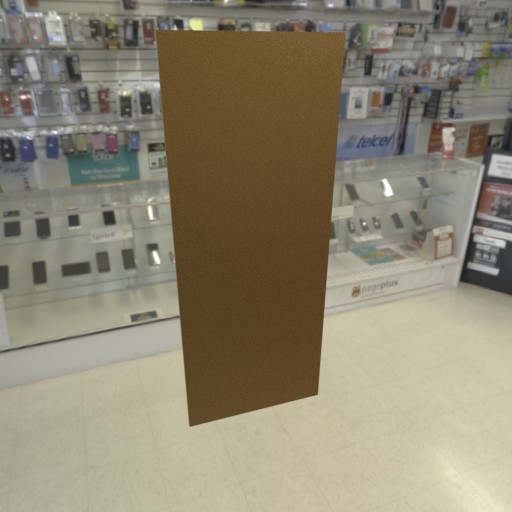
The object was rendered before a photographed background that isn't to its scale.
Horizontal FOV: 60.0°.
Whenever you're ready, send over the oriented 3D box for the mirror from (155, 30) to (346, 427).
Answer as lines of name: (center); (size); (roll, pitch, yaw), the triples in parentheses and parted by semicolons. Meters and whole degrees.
mirror: (0.000, 0.000, 2.244); (0.812, 2.031, 0.025); (-8, 26, -17)
